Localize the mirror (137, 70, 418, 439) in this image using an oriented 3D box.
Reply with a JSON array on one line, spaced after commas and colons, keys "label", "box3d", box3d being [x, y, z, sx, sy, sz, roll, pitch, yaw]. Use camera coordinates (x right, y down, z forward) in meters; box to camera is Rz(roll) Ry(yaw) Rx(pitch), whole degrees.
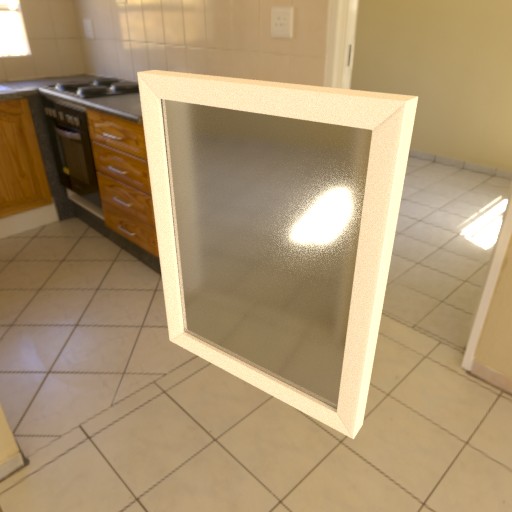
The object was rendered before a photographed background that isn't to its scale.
[{"label": "mirror", "box3d": [0.000, 0.000, 0.689, 0.405, 0.508, 0.041, 19, 34, 31]}]
